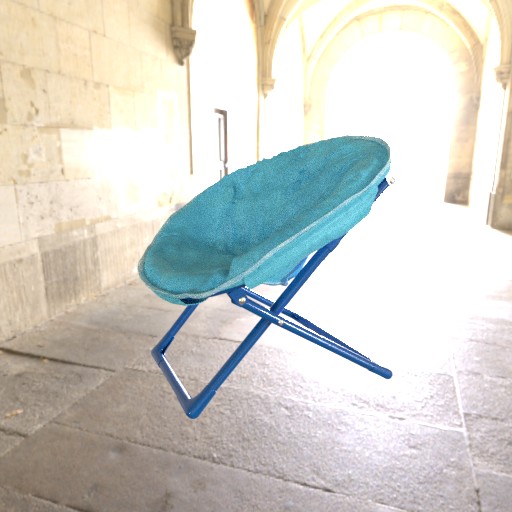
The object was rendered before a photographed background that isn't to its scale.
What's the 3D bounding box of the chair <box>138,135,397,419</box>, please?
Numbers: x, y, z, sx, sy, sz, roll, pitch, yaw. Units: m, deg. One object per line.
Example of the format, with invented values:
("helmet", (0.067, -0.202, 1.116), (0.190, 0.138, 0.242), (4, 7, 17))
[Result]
("chair", (0.000, 0.000, 0.893), (0.465, 0.478, 0.520), (-7, 15, -25))
